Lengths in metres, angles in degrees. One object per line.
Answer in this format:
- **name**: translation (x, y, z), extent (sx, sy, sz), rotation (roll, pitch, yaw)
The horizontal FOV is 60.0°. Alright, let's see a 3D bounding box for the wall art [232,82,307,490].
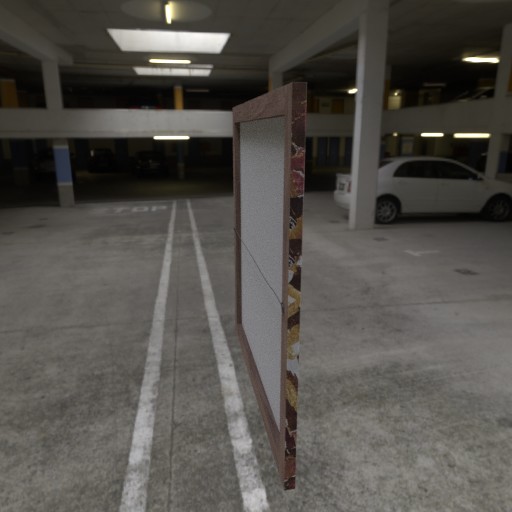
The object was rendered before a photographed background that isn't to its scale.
- **wall art**: translation (0.000, 0.000, 1.141), extent (0.028, 0.762, 0.757), rotation (-3, 16, -10)
